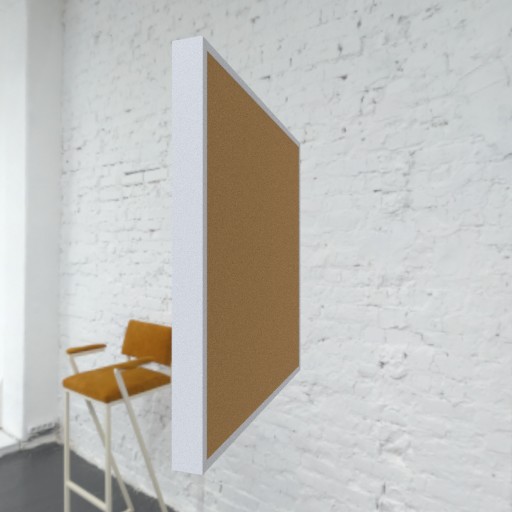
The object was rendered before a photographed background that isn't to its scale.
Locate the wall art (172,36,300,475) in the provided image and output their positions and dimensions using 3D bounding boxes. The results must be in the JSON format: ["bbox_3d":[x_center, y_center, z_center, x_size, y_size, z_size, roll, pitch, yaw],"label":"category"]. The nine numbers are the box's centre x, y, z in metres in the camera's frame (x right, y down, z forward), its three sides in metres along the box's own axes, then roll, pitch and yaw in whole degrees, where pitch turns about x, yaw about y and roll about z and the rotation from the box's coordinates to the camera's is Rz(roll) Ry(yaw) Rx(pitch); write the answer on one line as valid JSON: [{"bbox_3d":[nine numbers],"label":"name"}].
[{"bbox_3d":[0.000,0.000,0.761,0.040,0.509,0.509,0,0,19],"label":"wall art"}]
